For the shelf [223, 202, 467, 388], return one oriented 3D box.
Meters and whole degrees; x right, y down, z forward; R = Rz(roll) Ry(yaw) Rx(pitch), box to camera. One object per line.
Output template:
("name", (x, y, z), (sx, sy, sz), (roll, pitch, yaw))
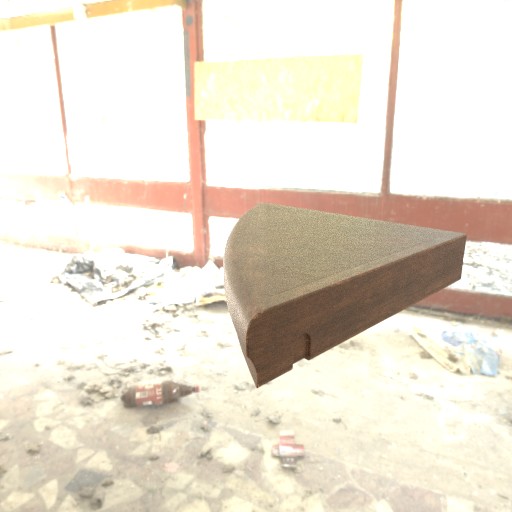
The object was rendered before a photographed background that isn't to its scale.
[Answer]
("shelf", (0.000, 0.000, 0.468), (0.310, 0.050, 0.310), (-15, 21, -42))
